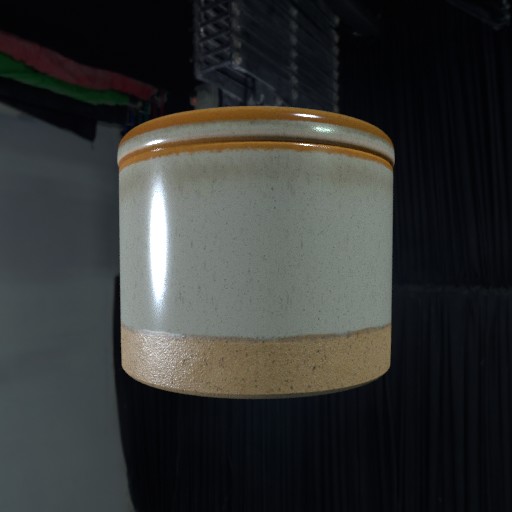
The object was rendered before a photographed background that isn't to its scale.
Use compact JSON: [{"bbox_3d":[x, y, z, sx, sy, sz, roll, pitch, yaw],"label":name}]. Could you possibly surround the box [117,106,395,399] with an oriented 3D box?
[{"bbox_3d":[0.000,0.000,0.206,0.123,0.100,0.123,0,-1,0],"label":"box"}]
